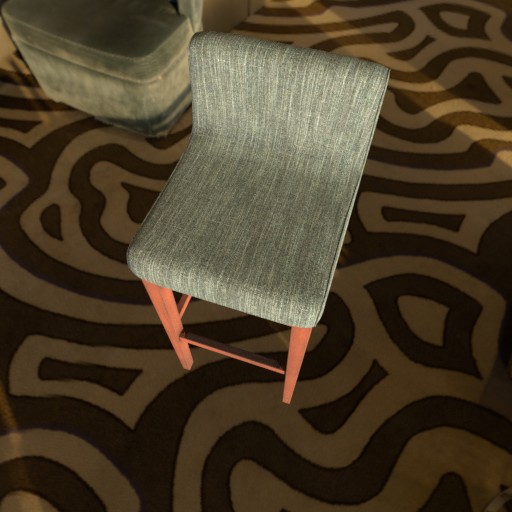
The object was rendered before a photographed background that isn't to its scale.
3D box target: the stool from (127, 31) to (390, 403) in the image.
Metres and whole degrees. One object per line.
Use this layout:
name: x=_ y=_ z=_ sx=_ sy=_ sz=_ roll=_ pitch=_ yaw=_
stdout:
stool: x=0.000 y=0.000 z=1.205 sx=0.426 sy=0.965 sz=0.499 roll=16 pitch=58 yaw=10
